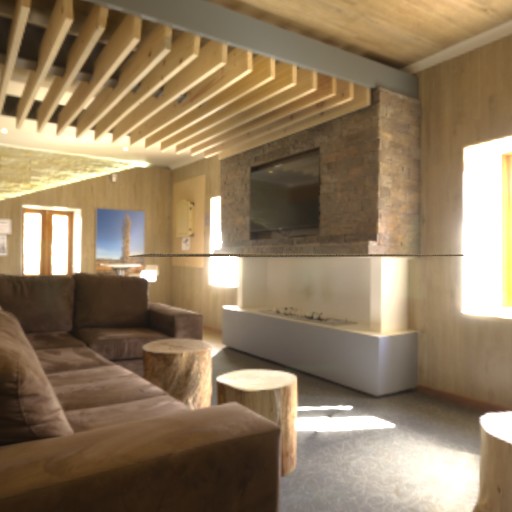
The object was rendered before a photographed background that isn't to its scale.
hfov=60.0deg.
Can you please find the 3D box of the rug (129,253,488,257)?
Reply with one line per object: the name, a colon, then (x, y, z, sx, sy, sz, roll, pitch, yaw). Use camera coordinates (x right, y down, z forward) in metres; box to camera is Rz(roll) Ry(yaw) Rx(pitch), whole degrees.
rug: (0.000, 0.000, 2.349, 1.234, 0.006, 1.854, 0, 0, -18)
